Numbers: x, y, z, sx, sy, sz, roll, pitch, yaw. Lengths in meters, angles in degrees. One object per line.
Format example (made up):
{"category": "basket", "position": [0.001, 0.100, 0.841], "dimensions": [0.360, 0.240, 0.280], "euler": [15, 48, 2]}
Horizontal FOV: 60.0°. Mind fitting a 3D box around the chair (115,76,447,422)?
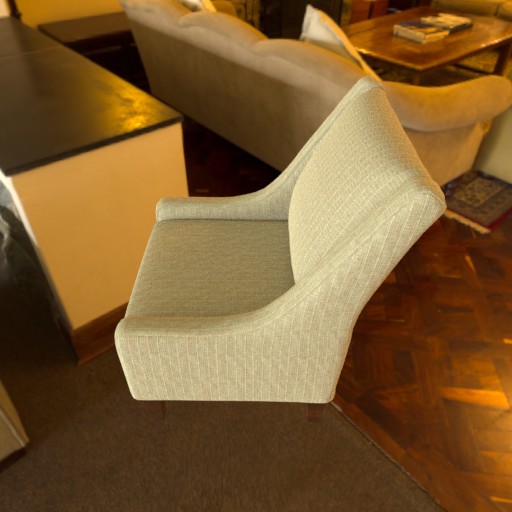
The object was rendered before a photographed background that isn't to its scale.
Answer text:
{"category": "chair", "position": [0.000, 0.000, 1.574], "dimensions": [0.870, 1.014, 0.774], "euler": [1, 41, 1]}
